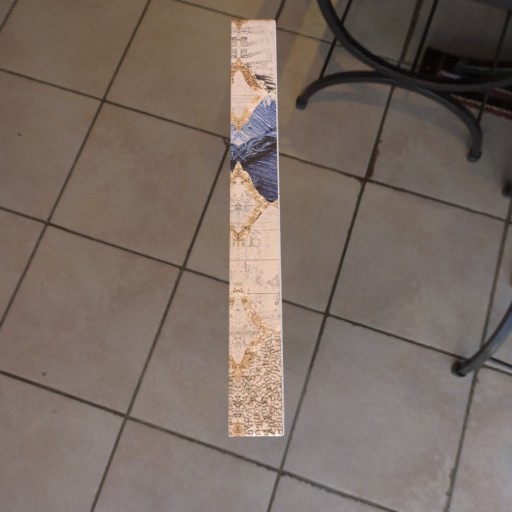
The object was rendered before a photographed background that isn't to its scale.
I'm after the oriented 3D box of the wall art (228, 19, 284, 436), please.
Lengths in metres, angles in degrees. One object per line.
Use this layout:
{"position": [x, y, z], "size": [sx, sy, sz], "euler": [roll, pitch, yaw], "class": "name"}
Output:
{"position": [0.000, 0.000, 0.453], "size": [0.036, 0.304, 0.303], "euler": [0, 76, 0], "class": "wall art"}
